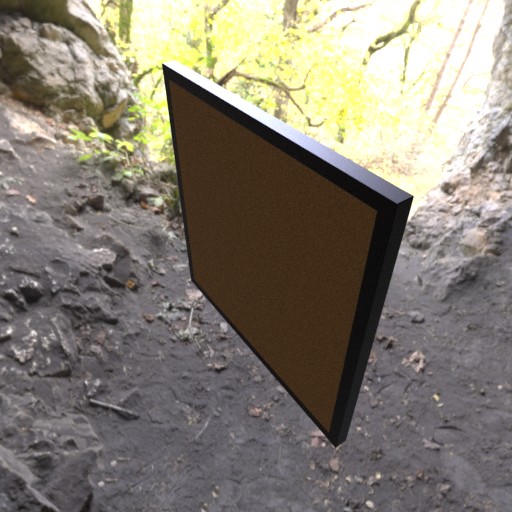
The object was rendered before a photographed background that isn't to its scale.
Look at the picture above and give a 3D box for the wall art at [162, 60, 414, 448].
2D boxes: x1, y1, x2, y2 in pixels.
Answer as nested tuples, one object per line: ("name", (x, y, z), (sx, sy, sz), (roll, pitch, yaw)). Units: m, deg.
("wall art", (0.000, 0.000, 1.142), (0.038, 0.765, 0.765), (-25, 47, -26))
